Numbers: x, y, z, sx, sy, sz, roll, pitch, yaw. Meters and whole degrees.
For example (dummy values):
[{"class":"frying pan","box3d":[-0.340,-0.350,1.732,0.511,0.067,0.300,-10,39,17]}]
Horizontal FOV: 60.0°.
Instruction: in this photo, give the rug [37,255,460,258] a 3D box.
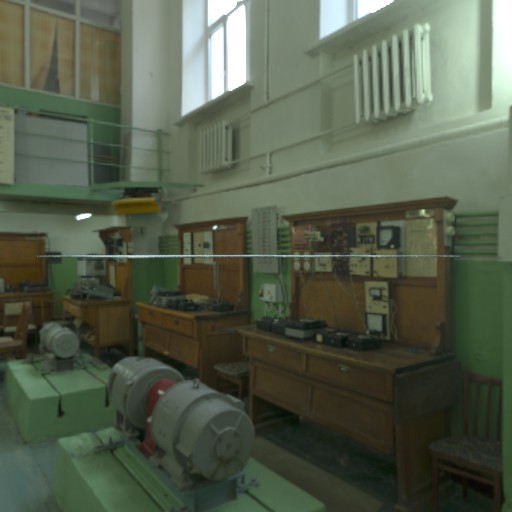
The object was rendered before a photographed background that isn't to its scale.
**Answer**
[{"class":"rug","box3d":[0.000,0.000,2.169,1.754,0.010,1.148,0,0,-37]}]
